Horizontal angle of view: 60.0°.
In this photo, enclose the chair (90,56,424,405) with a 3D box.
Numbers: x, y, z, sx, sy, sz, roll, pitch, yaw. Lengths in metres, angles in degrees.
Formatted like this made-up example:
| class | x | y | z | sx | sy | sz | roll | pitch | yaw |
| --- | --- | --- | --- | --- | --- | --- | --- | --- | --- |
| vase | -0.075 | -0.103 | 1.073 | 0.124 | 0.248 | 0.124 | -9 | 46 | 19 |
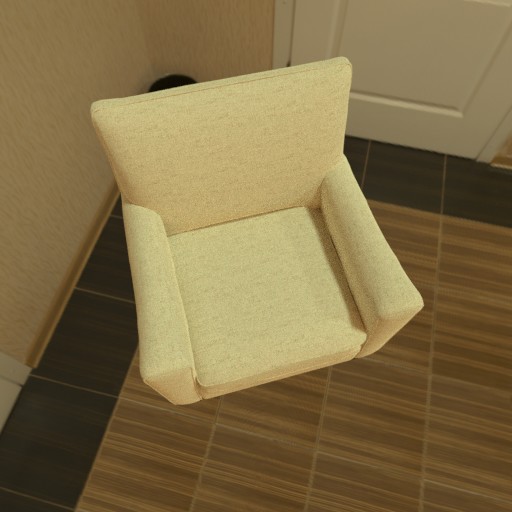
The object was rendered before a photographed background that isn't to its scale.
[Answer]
| class | x | y | z | sx | sy | sz | roll | pitch | yaw |
| --- | --- | --- | --- | --- | --- | --- | --- | --- | --- |
| chair | 0.000 | 0.000 | 1.598 | 0.870 | 0.943 | 0.823 | -13 | 63 | -7 |
